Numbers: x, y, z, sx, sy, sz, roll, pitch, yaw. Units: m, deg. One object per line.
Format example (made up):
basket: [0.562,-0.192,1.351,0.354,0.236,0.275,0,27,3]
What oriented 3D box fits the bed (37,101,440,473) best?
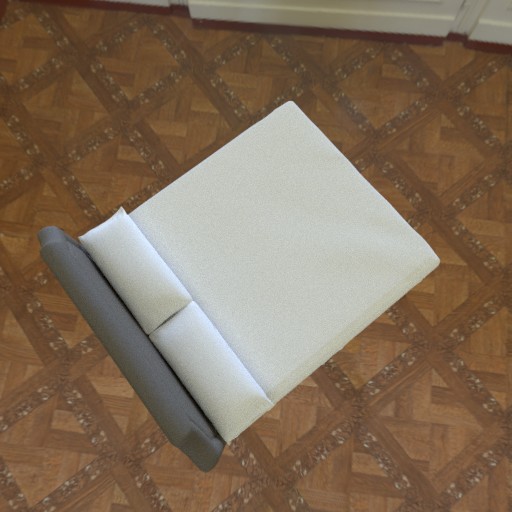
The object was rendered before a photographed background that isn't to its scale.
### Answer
bed: [0.000,0.000,3.767,2.536,1.561,2.194,-38,78,-9]
